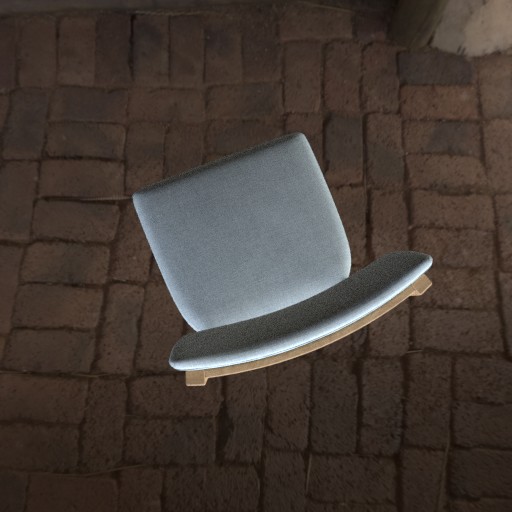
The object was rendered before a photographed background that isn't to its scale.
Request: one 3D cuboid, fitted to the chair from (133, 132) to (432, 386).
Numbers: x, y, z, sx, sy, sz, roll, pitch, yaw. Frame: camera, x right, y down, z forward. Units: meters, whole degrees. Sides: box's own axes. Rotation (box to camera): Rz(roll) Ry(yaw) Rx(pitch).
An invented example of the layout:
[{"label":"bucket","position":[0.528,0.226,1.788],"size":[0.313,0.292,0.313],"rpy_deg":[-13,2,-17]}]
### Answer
[{"label":"chair","position":[0.000,0.000,1.190],"size":[0.508,0.832,0.572],"rpy_deg":[-21,76,-6]}]
